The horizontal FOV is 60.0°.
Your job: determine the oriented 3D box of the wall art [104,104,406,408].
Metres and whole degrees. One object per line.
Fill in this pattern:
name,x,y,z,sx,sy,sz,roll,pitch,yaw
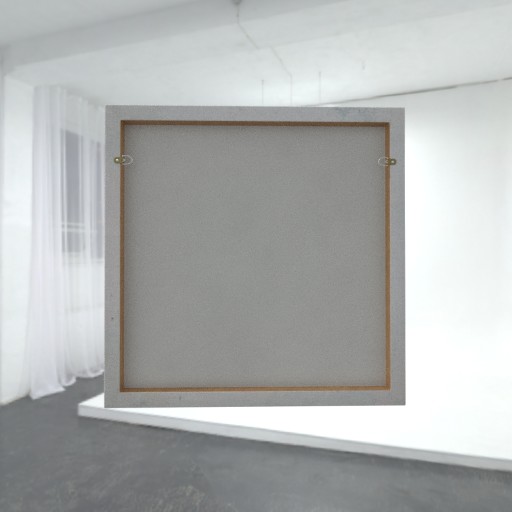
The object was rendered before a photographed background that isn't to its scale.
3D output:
wall art,0.000,0.000,0.917,0.612,0.612,0.040,0,0,-2
